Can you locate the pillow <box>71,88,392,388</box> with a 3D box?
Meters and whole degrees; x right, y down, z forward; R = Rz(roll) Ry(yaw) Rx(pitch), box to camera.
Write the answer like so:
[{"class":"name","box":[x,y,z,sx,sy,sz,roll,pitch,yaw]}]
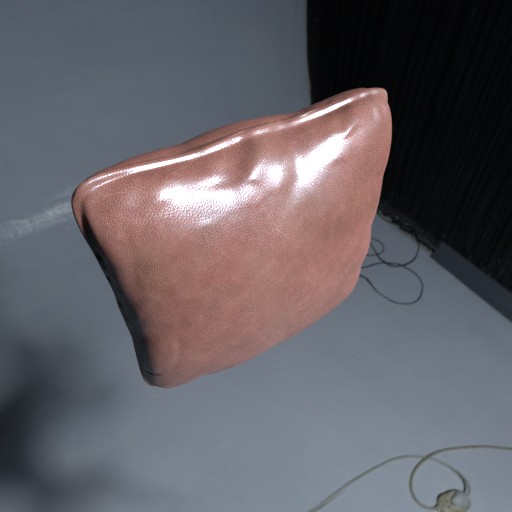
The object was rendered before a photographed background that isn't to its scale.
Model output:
[{"class":"pillow","box":[0.000,0.000,0.807,0.532,0.523,0.236,-24,51,-21]}]
